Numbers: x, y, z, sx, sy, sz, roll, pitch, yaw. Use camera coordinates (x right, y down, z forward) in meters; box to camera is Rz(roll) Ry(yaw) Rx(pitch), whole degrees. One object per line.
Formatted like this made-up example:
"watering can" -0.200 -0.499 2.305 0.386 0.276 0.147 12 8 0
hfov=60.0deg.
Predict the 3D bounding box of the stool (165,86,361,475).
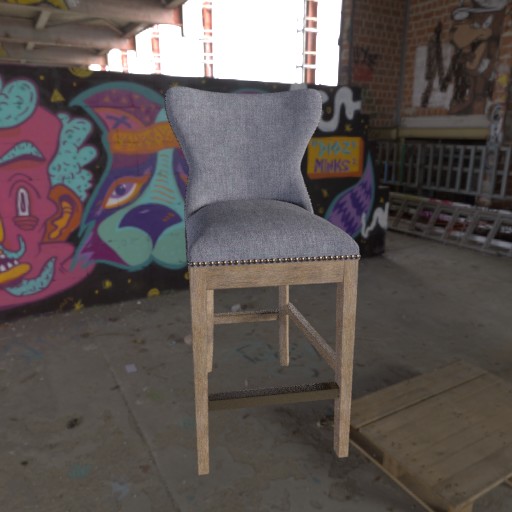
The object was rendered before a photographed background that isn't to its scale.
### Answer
"stool" 0.000 0.000 1.320 0.498 0.981 0.608 -3 16 -9
